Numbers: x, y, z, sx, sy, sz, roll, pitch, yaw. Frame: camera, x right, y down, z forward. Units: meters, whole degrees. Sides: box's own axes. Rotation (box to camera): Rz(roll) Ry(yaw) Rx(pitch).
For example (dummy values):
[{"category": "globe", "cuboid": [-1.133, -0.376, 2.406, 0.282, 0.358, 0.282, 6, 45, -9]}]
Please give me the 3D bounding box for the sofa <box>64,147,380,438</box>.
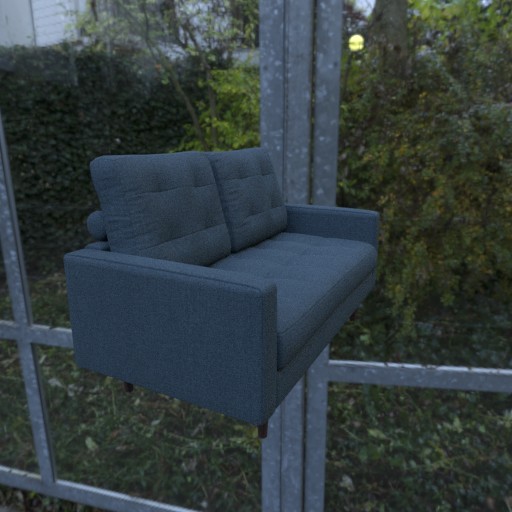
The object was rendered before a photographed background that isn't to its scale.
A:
[{"category": "sofa", "cuboid": [0.000, 0.000, 1.976, 0.842, 0.907, 1.407, 8, 17, 27]}]
